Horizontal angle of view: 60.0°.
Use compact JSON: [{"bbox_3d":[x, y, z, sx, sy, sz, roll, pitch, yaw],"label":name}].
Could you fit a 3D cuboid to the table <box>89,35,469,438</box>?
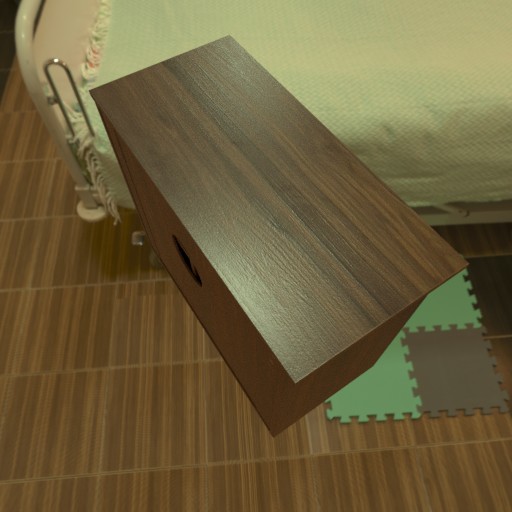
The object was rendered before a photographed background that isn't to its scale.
[{"bbox_3d":[0.000,0.000,1.212,0.390,0.725,0.802,-30,64,-16],"label":"table"}]
